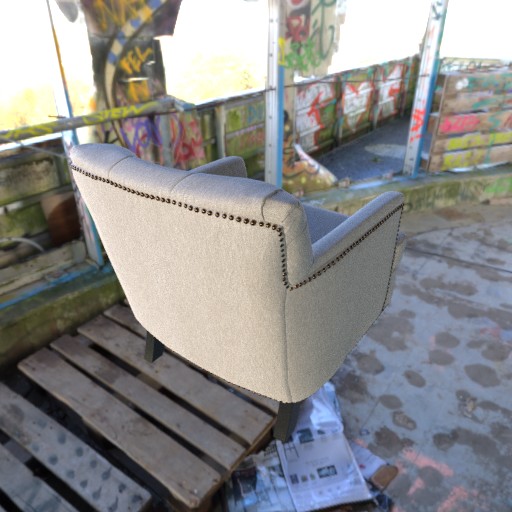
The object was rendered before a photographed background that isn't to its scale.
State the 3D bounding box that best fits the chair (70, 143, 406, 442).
[{"bbox_3d":[0.000,0.000,1.479,0.737,0.823,0.902,20,35,31],"label":"chair"}]
